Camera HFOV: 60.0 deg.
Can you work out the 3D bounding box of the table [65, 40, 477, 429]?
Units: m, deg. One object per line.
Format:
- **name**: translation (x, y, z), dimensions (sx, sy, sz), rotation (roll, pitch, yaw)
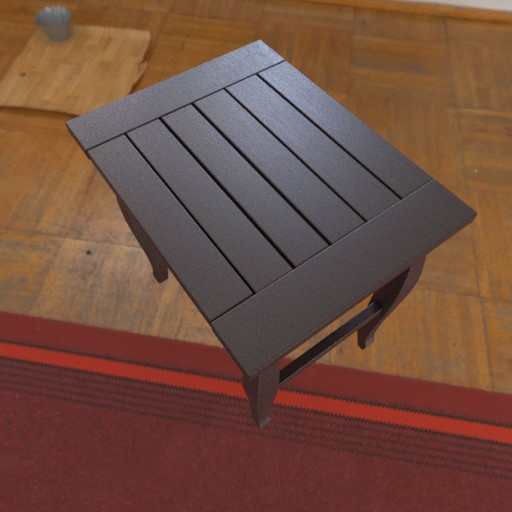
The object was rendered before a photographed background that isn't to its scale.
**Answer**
- **table**: translation (0.000, 0.000, 1.035), dimensions (0.460, 0.605, 0.602), rotation (-31, 63, -18)
